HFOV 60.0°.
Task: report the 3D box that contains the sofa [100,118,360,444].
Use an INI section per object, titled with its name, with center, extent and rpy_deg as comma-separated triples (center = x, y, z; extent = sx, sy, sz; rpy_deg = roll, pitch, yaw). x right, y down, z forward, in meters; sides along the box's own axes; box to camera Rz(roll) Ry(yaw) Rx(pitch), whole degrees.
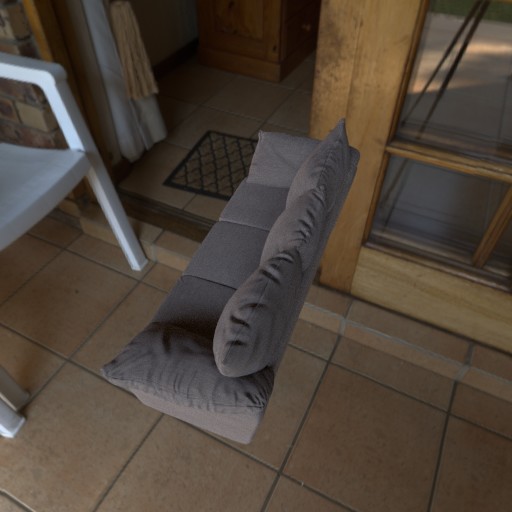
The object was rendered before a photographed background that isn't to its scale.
[sofa]
center = 0.000, 0.000, 3.012
extent = 0.927, 1.043, 2.390
rpy_deg = 16, 49, 14
